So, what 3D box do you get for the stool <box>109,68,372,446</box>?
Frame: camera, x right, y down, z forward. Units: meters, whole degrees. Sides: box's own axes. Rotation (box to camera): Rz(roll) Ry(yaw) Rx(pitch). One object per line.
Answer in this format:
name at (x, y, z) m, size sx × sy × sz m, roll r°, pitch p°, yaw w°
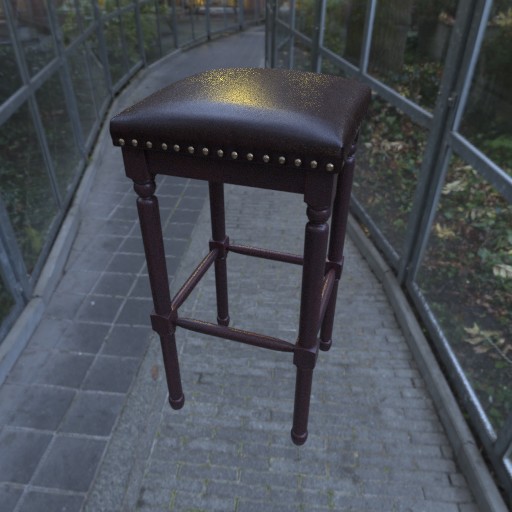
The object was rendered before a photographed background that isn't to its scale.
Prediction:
stool at (0.000, 0.000, 0.994) m, size 0.383 × 0.768 × 0.382 m, roll 10°, pitch 35°, yaw 15°
